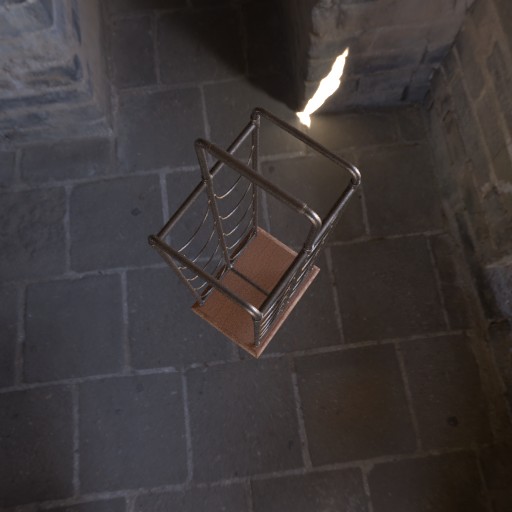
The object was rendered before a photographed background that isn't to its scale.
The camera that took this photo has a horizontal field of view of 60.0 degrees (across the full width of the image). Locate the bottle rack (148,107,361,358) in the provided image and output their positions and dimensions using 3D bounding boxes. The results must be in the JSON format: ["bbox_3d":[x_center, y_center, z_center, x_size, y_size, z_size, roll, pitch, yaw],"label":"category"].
[{"bbox_3d":[0.000,0.000,0.810,0.208,0.680,0.276,35,78,9],"label":"bottle rack"}]
